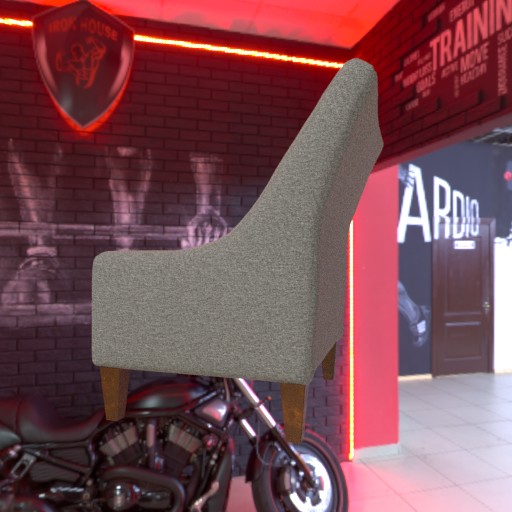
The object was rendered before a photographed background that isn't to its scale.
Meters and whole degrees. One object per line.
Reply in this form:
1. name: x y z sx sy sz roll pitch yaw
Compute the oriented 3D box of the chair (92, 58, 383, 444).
1. chair: 0.000 0.000 1.597 0.870 1.016 0.774 0 -1 17
